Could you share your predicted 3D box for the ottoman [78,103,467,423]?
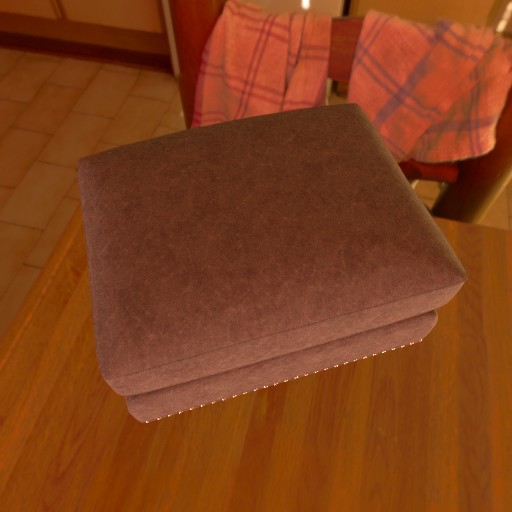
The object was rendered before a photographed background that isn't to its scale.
[{"bbox_3d":[0.000,0.000,1.123,0.741,0.513,0.584,-14,59,-9],"label":"ottoman"}]
